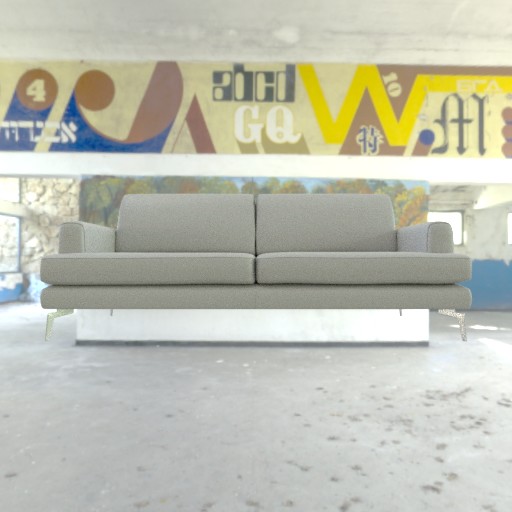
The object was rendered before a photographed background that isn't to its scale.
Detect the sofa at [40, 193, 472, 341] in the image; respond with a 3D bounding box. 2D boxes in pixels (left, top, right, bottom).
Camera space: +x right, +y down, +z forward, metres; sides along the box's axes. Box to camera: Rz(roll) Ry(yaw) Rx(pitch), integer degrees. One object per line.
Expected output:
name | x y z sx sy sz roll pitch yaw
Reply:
sofa | 0.000 0.000 2.443 1.940 0.765 0.974 0 0 0
